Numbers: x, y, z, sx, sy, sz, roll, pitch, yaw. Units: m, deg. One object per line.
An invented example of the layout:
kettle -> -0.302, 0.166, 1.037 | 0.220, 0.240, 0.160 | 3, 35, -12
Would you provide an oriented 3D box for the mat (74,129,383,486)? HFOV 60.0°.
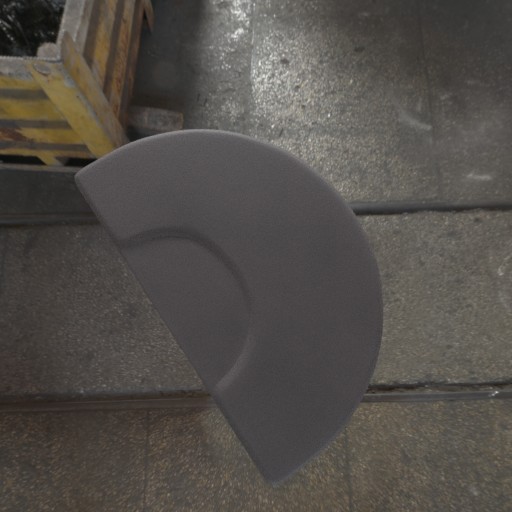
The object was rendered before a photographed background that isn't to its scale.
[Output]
mat -> 0.000, 0.000, 1.838 | 0.917, 0.022, 1.525 | -34, 78, -8
